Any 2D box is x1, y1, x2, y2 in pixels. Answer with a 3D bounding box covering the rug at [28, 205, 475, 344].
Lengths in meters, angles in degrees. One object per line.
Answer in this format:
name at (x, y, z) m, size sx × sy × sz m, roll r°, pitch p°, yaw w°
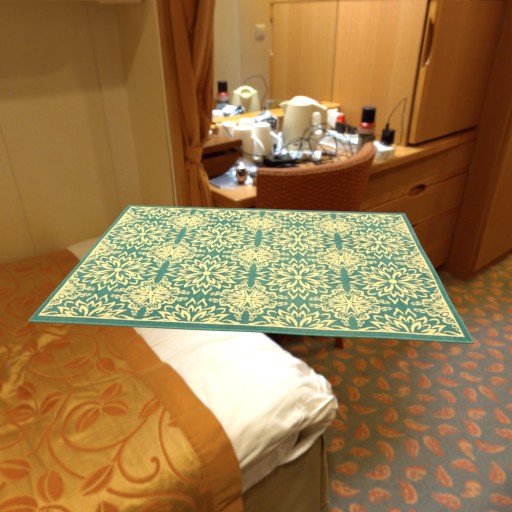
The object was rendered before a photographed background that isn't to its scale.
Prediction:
rug at (0.000, 0.000, 2.855) m, size 2.205 × 0.012 × 1.554 m, roll 2°, pitch 29°, yaw 4°
